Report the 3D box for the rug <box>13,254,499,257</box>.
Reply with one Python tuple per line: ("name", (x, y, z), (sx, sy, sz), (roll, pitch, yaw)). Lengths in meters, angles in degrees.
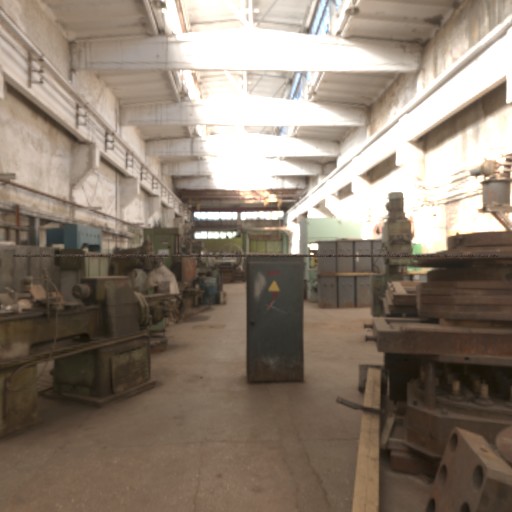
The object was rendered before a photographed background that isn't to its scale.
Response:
("rug", (0.000, 0.000, 2.425), (2.296, 0.011, 0.691), (0, 0, 0))
